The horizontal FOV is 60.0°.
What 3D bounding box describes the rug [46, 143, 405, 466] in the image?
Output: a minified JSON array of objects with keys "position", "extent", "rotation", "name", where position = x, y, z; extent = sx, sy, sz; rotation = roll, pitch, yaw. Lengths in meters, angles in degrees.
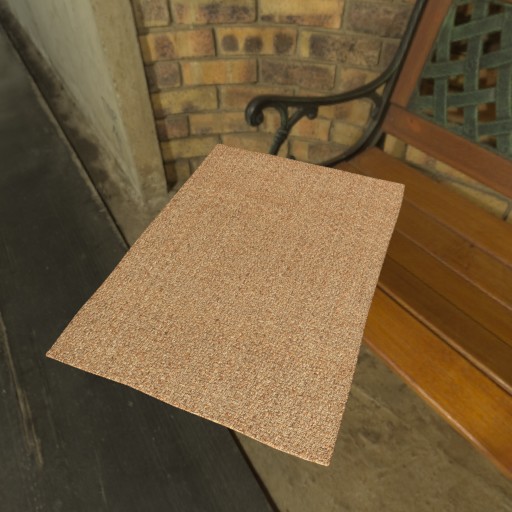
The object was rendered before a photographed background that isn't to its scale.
[{"position":[0.000,0.000,2.805],"extent":[1.566,0.013,2.141],"rotation":[16,49,14],"name":"rug"}]
